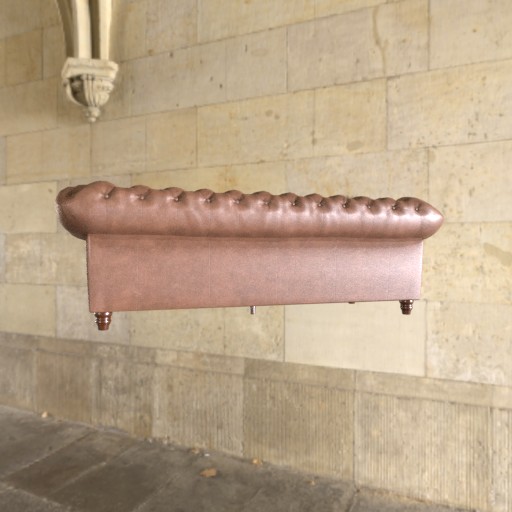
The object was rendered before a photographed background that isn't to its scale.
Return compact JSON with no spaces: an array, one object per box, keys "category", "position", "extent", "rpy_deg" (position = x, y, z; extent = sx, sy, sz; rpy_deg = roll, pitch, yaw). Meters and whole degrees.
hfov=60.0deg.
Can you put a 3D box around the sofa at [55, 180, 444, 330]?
[{"category":"sofa","position":[0.000,0.000,2.925],"extent":[2.385,0.783,0.944],"rpy_deg":[0,0,-19]}]
